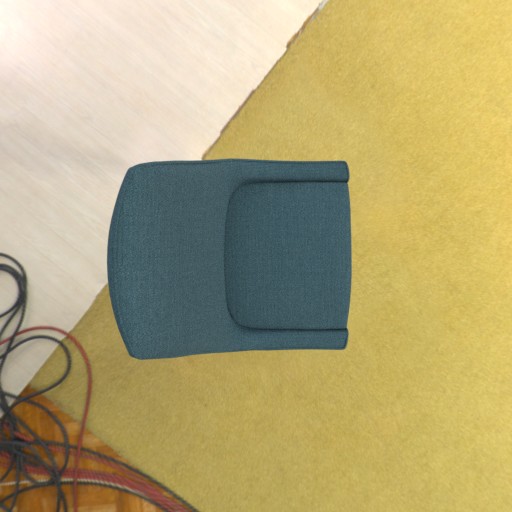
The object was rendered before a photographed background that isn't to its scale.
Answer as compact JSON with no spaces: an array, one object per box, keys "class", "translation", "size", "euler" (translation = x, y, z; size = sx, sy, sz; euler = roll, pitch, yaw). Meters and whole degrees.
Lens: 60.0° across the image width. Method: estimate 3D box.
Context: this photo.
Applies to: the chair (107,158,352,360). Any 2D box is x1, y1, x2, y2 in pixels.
[{"class":"chair","translation":[0.000,0.000,1.222],"size":[0.544,0.861,0.529],"euler":[0,92,0]}]
